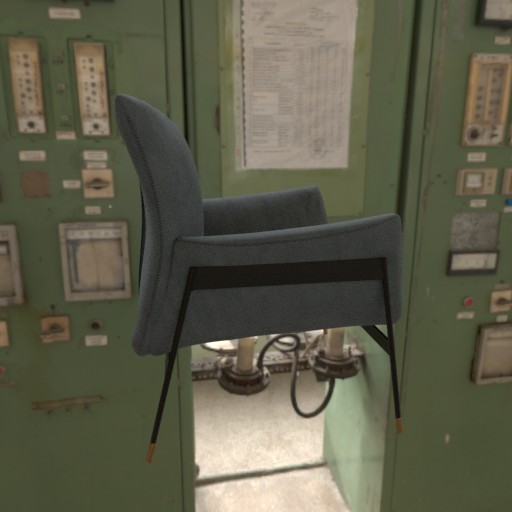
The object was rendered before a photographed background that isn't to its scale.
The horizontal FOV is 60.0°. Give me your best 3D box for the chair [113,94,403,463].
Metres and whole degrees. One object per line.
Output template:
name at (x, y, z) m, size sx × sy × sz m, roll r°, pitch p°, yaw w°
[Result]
chair at (0.000, 0.000, 1.336) m, size 0.709 × 0.858 × 0.678 m, roll -3°, pitch 15°, yaw -9°
